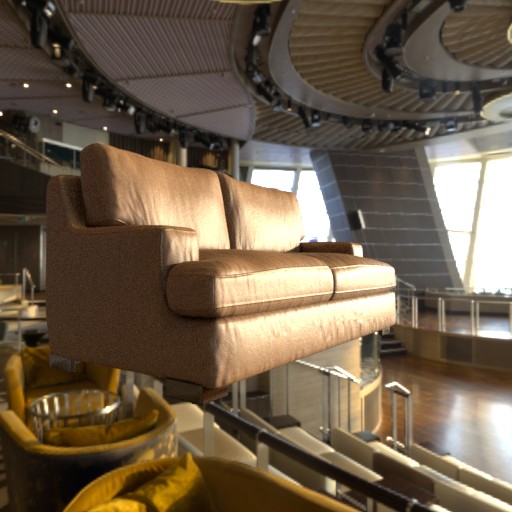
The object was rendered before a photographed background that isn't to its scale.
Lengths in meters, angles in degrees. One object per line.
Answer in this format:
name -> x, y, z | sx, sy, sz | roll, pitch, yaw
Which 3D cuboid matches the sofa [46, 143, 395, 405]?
sofa -> 0.000, 0.000, 2.376 | 0.962, 0.980, 1.855 | -1, -1, 35
